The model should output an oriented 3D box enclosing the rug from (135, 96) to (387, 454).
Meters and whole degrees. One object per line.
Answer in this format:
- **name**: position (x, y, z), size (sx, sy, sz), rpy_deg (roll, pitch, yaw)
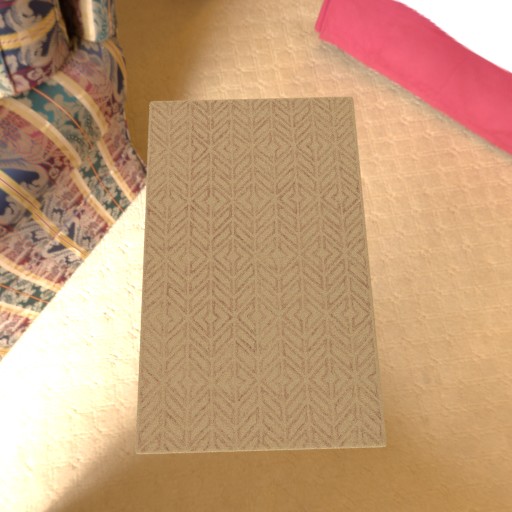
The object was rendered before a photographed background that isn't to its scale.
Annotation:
- **rug**: position (0.000, 0.000, 3.000), size (1.523, 0.008, 2.438), rpy_deg (-1, 75, 0)
